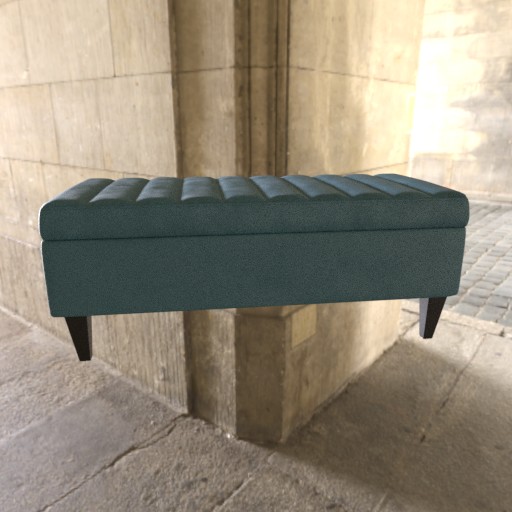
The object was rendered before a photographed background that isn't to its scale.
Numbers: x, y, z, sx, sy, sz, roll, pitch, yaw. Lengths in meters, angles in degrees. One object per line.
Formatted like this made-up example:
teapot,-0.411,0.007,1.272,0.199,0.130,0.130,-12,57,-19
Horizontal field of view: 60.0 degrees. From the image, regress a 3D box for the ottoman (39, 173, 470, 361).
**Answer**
ottoman,0.000,0.000,1.425,1.151,0.469,0.482,-2,17,-7
